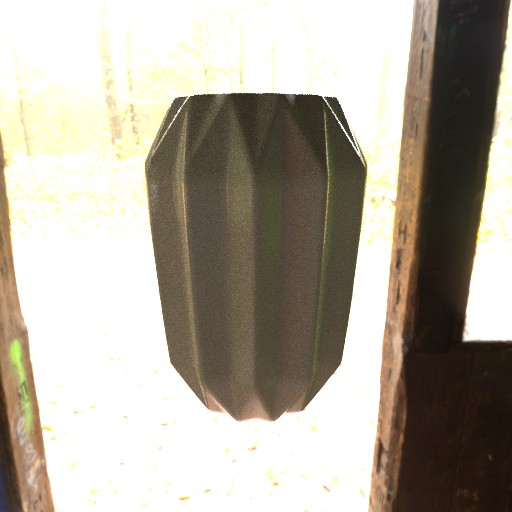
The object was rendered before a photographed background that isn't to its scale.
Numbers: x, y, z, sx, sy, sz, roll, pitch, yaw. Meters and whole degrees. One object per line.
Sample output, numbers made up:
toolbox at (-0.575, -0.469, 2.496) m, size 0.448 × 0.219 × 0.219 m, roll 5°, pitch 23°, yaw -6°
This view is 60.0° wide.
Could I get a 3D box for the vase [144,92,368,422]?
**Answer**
vase at (0.000, 0.000, 0.407) m, size 0.195 × 0.275 × 0.195 m, roll 0°, pitch 16°, yaw 0°
